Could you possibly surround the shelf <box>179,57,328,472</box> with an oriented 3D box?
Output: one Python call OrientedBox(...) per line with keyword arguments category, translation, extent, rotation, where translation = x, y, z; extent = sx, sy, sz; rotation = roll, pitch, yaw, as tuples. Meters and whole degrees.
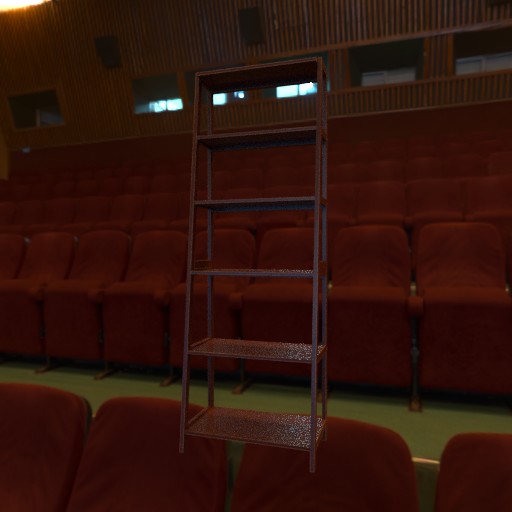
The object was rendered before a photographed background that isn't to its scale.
OrientedBox(category="shelf", translation=(0.000, 0.000, 2.213), extent=(0.660, 1.892, 0.381), rotation=(0, 1, 17))
